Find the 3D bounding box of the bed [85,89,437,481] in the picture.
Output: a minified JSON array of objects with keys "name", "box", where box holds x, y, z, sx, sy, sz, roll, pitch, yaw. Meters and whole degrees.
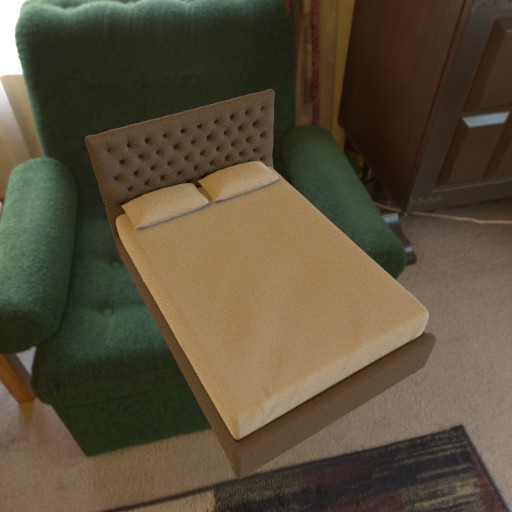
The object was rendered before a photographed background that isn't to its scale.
[{"name":"bed","box":[0.000,0.000,3.455,1.698,1.427,2.387,-22,49,-21]}]
